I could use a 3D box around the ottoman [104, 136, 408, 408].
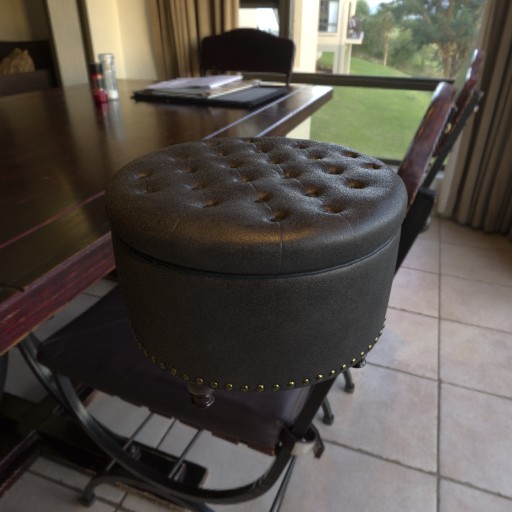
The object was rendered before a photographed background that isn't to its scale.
[{"bbox_3d":[0.000,0.000,1.058,0.637,0.442,0.637,0,29,0],"label":"ottoman"}]
